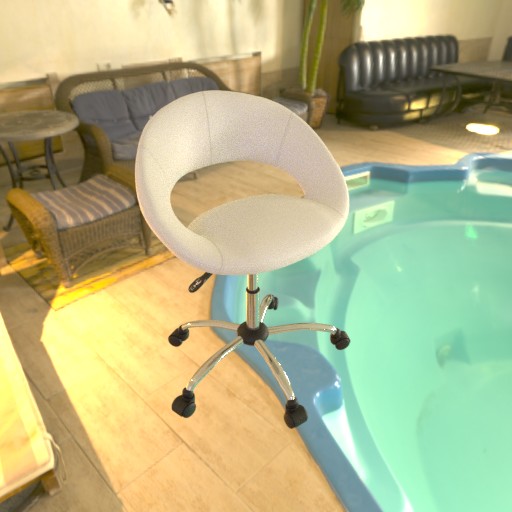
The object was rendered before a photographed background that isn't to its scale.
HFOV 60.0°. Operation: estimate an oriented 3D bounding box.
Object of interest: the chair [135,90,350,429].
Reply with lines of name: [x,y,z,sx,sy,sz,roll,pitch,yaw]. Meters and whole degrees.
chair: [0.000,0.000,1.206,0.612,0.791,0.538,-22,37,-33]
